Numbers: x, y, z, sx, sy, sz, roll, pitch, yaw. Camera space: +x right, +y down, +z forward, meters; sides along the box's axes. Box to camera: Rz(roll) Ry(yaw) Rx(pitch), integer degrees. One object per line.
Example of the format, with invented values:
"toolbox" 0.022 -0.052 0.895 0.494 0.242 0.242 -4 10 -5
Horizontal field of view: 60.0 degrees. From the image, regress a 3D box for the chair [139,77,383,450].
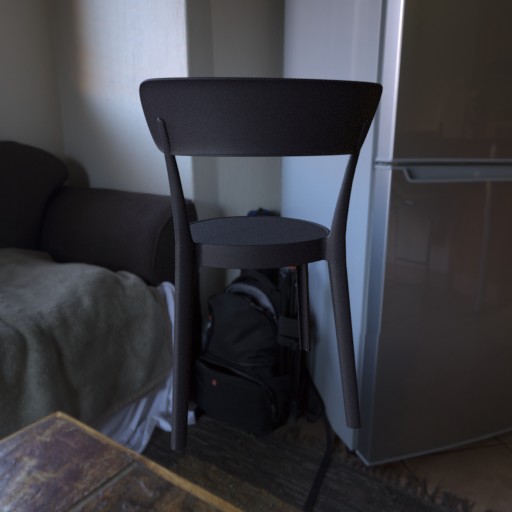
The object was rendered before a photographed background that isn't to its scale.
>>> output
"chair" 0.000 0.000 1.117 0.506 0.790 0.491 -3 15 -10
